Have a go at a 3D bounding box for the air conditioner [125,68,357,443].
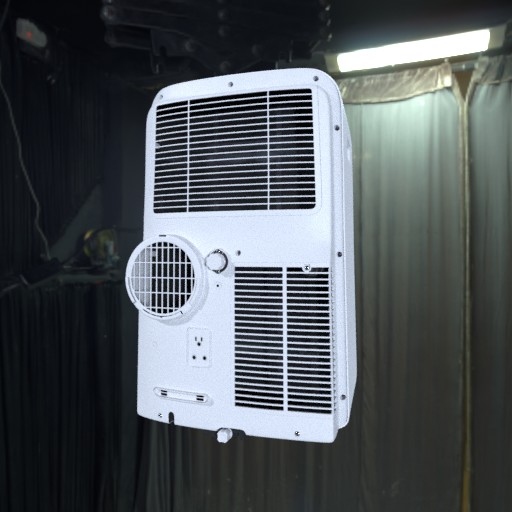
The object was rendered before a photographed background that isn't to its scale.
[{"bbox_3d":[0.000,0.000,1.089,0.478,0.765,0.467,0,1,18],"label":"air conditioner"}]
